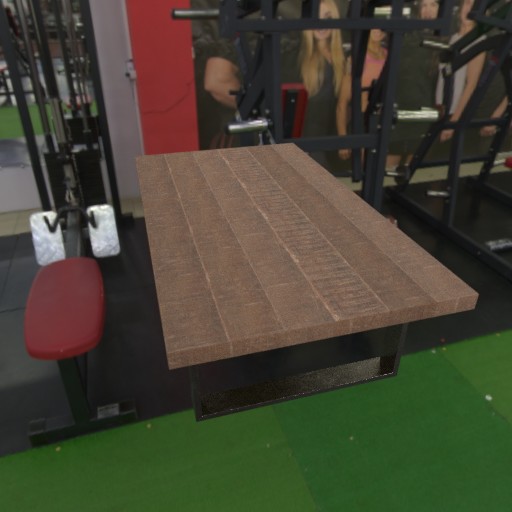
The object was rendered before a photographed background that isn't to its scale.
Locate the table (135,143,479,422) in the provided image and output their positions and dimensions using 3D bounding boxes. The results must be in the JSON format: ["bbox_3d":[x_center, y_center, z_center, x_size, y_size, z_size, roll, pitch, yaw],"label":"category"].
[{"bbox_3d":[0.000,0.000,1.742,0.800,0.440,1.400,-8,32,-14],"label":"table"}]
